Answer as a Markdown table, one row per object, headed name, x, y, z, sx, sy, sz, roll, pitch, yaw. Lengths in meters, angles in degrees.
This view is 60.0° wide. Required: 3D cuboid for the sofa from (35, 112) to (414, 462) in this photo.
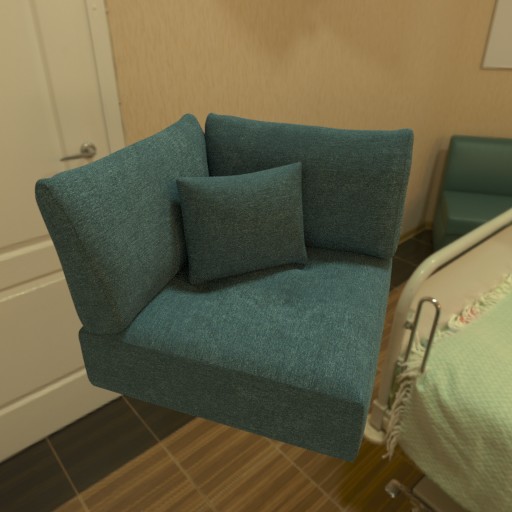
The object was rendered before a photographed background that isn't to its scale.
| name | x | y | z | sx | sy | sz | roll | pitch | yaw |
| --- | --- | --- | --- | --- | --- | --- | --- | --- | --- |
| sofa | 0.000 | 0.000 | 1.670 | 1.000 | 0.820 | 1.000 | 10 | 31 | 17 |
